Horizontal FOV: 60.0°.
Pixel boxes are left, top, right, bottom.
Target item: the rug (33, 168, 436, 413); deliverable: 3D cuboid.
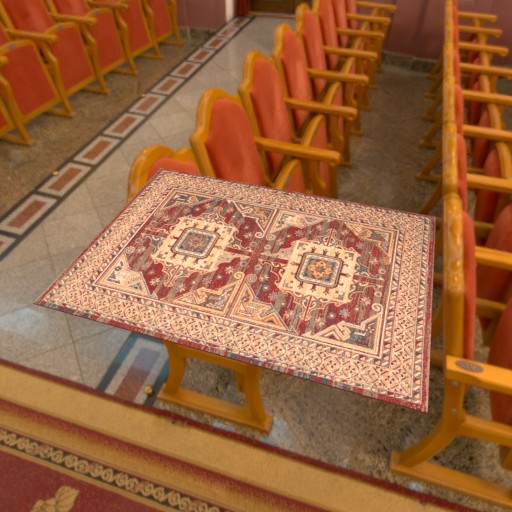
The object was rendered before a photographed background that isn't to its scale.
[{"bbox_3d":[0.000,0.000,2.892,2.210,0.011,1.599,12,43,13],"label":"rug"}]
